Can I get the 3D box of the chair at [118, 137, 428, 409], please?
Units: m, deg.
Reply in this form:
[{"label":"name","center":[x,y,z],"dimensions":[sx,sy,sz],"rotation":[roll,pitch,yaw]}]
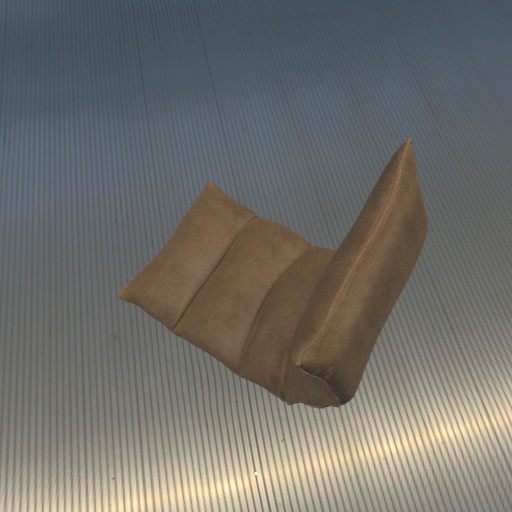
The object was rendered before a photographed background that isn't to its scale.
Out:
[{"label":"chair","center":[0.000,0.000,1.559],"dimensions":[0.985,0.892,0.714],"rotation":[30,68,14]}]
